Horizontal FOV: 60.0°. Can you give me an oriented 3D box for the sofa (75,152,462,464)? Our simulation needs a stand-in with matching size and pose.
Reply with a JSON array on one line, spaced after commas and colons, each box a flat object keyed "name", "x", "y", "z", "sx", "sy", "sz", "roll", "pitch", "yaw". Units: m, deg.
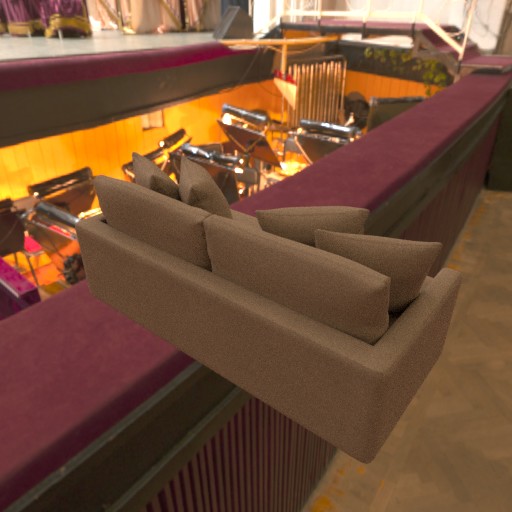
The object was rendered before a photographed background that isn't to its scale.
[{"name": "sofa", "x": 0.000, "y": 0.000, "z": 2.966, "sx": 2.380, "sy": 1.084, "sz": 1.228, "roll": 22, "pitch": 36, "yaw": 33}]
